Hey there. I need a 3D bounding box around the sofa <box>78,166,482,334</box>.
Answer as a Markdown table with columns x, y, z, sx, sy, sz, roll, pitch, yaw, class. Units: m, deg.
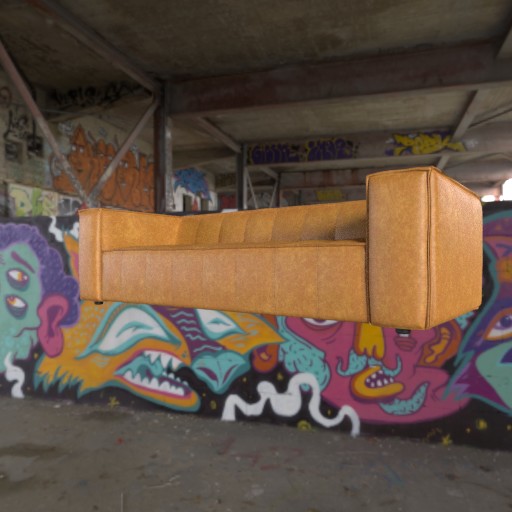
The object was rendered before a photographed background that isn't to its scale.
| x | y | z | sx | sy | sz | roll | pitch | yaw | class |
| --- | --- | --- | --- | --- | --- | --- | --- | --- | --- |
| 0.000 | 0.000 | 2.938 | 2.581 | 0.701 | 1.102 | -1 | -1 | 37 | sofa |
